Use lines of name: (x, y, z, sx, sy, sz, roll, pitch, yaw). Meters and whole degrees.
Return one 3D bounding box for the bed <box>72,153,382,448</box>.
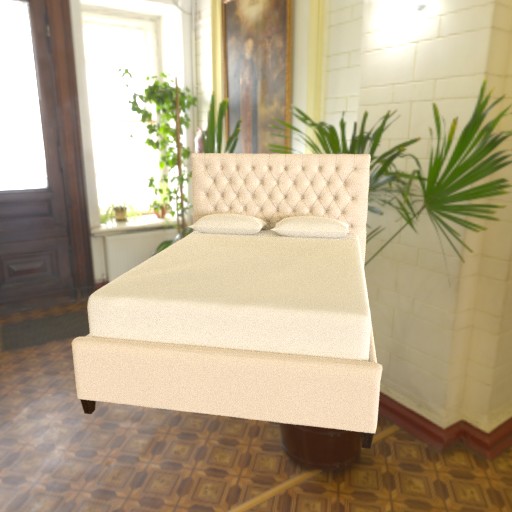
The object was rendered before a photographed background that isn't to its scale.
bed: (0.000, 0.000, 3.289, 1.696, 1.426, 2.233, 3, 15, 11)
